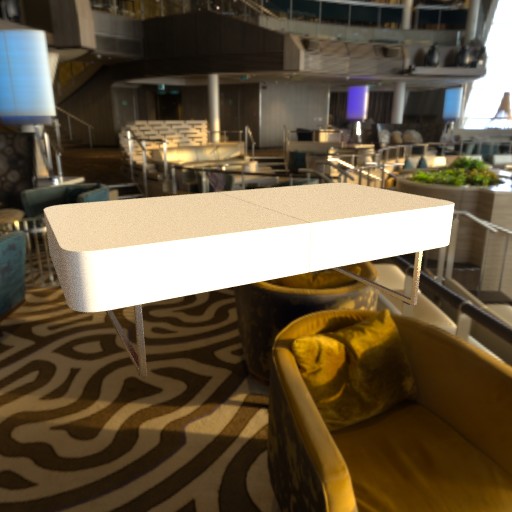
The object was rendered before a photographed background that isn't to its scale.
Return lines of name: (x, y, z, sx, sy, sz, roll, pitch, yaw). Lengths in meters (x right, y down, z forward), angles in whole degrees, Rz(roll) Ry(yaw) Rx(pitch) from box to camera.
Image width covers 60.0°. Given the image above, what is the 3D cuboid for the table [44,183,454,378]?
table: (0.000, 0.000, 1.459, 1.200, 0.340, 0.600, -9, 19, -27)
